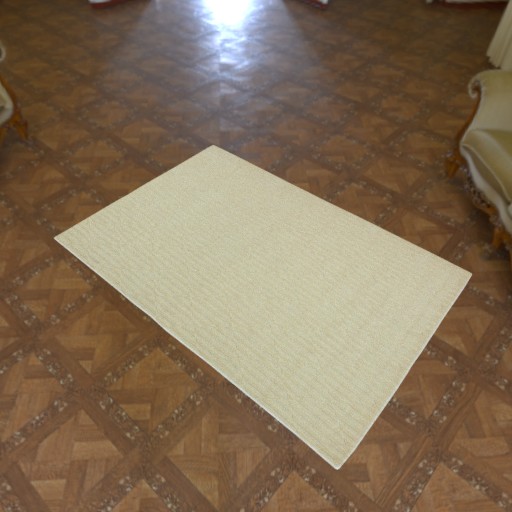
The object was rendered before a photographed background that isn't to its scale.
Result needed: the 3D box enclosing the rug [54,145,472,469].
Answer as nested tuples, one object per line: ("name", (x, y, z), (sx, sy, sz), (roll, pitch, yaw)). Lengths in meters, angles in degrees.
("rug", (0.000, 0.000, 2.322), (1.848, 0.014, 1.238), (32, 54, 27))
